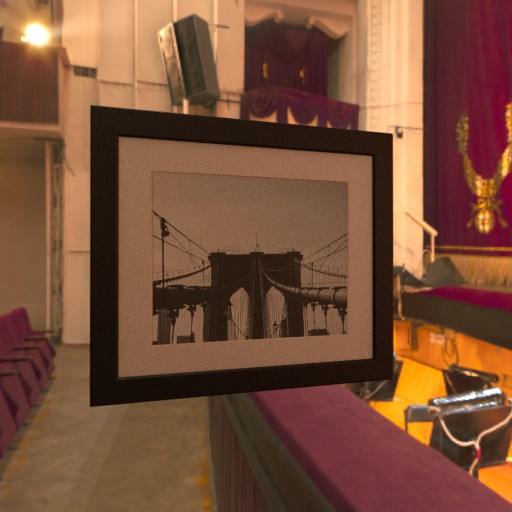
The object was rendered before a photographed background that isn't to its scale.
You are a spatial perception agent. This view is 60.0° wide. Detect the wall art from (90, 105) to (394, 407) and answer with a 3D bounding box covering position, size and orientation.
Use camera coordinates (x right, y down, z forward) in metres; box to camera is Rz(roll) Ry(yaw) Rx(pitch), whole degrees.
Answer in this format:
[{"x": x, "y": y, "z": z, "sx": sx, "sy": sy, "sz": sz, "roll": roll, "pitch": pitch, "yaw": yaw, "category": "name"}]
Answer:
[{"x": 0.000, "y": 0.000, "z": 0.743, "sx": 0.521, "sy": 0.450, "sz": 0.018, "roll": 0, "pitch": 0, "yaw": -17, "category": "wall art"}]
